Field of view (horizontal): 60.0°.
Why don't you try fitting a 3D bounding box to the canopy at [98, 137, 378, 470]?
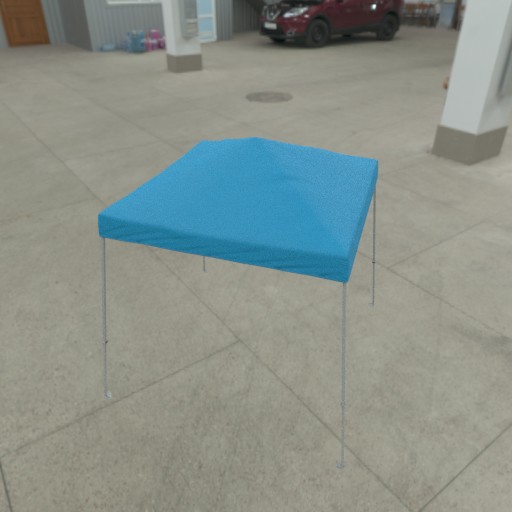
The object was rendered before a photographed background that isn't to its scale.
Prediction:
[{"bbox_3d":[0.000,0.000,6.640,3.600,3.600,3.599,10,34,16],"label":"canopy"}]
